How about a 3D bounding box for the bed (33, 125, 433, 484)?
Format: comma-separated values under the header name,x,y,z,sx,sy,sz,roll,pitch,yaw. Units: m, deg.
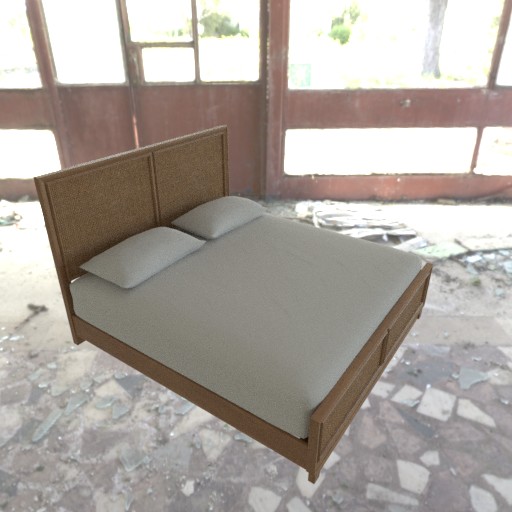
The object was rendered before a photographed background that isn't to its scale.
name,x,y,z,sx,sy,sz,roll,pitch,yaw
bed,0.000,0.000,3.419,2.184,1.387,2.003,18,33,30
